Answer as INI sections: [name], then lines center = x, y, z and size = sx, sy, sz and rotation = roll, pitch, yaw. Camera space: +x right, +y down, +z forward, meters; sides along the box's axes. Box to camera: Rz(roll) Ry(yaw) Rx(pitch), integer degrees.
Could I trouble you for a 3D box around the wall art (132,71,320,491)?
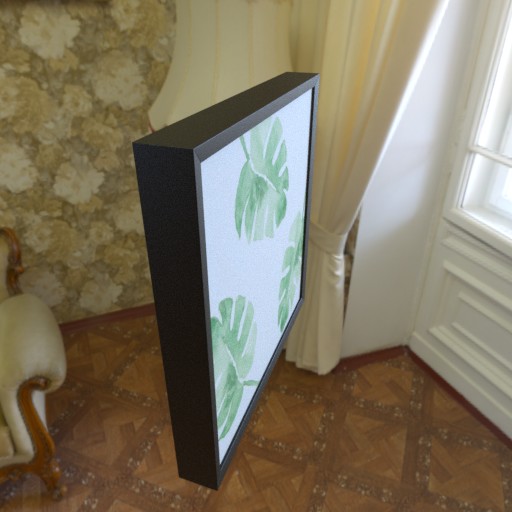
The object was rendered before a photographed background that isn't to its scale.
[wall art]
center = 0.000, 0.000, 0.442
size = 0.038, 0.304, 0.304
rotation = 10, 31, 17
